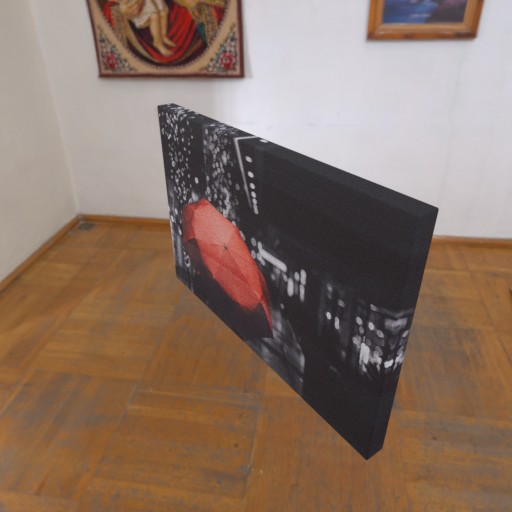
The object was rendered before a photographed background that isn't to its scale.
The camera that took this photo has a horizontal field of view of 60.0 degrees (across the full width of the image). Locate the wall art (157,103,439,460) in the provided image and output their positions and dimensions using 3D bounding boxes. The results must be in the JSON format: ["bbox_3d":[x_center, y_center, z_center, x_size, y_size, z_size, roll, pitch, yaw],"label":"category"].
[{"bbox_3d":[0.000,0.000,0.775,0.037,0.406,0.609,-21,37,-30],"label":"wall art"}]
